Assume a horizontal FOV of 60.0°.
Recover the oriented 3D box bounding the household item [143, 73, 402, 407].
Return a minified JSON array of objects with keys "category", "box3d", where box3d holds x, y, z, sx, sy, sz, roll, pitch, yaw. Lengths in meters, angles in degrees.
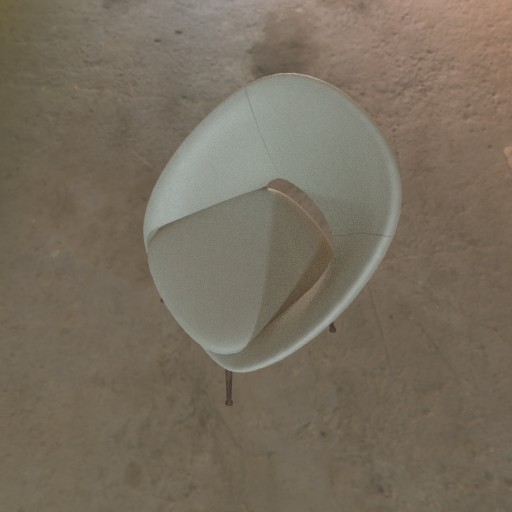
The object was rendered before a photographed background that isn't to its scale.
[{"category":"household item","box3d":[0.000,0.000,1.269,0.573,0.852,0.623,-32,67,-15]}]
